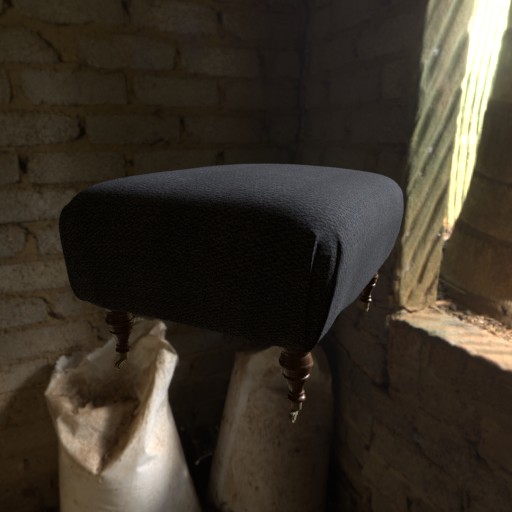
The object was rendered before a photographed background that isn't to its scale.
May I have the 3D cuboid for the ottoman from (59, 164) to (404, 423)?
[{"bbox_3d":[0.000,0.000,1.136,0.622,0.450,0.747,8,18,26],"label":"ottoman"}]
